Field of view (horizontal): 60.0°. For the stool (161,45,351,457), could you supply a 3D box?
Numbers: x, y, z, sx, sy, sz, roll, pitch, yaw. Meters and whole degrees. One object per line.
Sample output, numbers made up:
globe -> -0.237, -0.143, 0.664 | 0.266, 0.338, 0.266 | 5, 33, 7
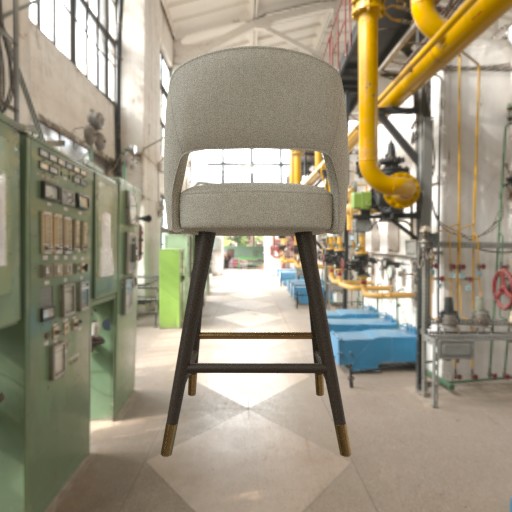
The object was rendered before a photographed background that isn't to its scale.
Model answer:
stool -> 0.000, 0.000, 1.233 | 0.494, 0.940, 0.509 | 0, 1, 0
